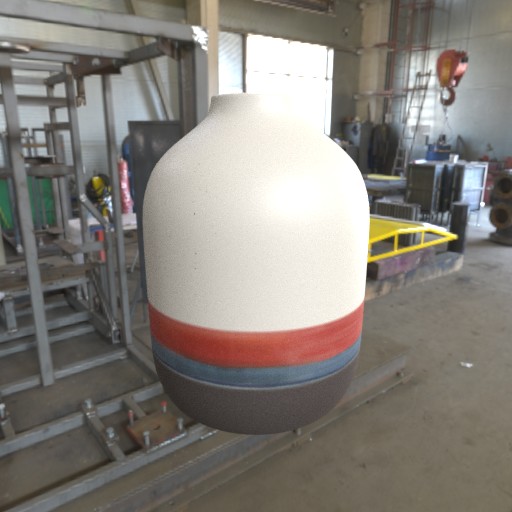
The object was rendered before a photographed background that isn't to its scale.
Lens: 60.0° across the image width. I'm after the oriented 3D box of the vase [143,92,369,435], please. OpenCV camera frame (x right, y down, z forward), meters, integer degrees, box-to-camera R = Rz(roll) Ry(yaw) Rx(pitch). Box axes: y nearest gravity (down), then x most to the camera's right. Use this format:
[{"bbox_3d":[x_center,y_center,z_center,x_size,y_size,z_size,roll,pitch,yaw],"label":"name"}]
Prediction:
[{"bbox_3d":[0.000,0.000,0.348,0.169,0.237,0.169,0,16,0],"label":"vase"}]
